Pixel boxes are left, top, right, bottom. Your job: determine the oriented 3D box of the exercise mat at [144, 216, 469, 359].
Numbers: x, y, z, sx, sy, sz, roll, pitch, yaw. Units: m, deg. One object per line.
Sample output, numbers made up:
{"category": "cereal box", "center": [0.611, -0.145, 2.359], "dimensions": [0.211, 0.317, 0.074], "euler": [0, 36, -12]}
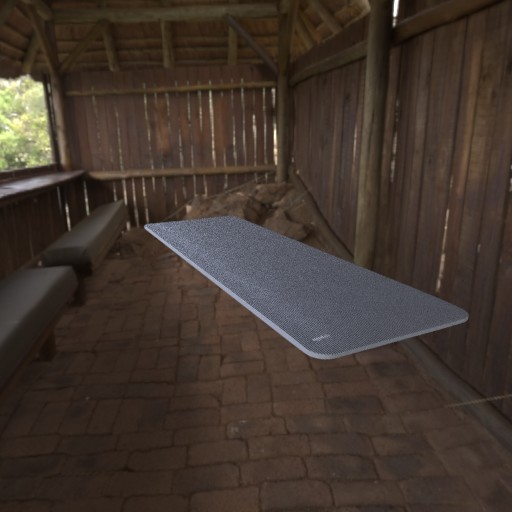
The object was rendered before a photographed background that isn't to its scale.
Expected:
{"category": "exercise mat", "center": [0.000, 0.000, 2.090], "dimensions": [0.616, 0.021, 1.884], "euler": [-8, 18, -26]}
